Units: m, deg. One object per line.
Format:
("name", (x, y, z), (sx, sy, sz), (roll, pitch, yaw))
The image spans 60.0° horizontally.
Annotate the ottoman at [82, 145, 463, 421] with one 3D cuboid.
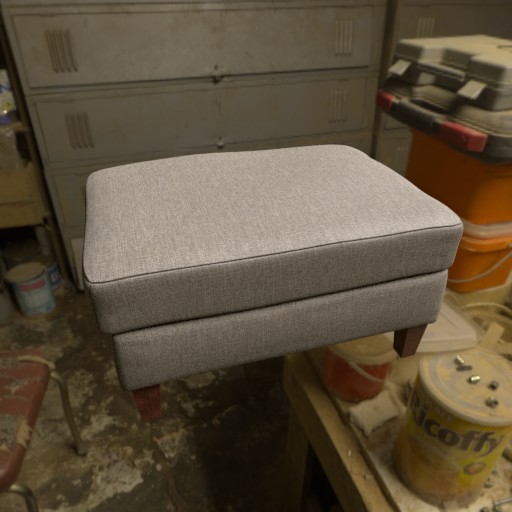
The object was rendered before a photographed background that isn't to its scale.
("ottoman", (0.000, 0.000, 1.276), (0.873, 0.494, 0.639), (-9, 33, -14))
